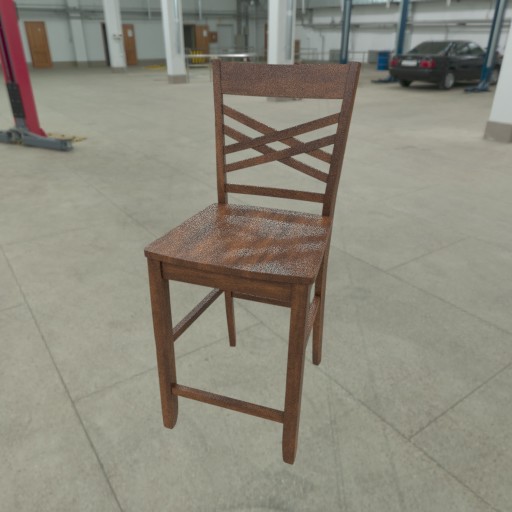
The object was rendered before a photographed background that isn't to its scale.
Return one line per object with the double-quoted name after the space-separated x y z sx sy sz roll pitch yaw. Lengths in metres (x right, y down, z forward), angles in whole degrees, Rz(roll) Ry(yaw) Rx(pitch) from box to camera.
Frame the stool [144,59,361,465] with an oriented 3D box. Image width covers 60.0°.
0.000 0.000 1.358 0.462 1.079 0.539 9 28 17 "stool"
